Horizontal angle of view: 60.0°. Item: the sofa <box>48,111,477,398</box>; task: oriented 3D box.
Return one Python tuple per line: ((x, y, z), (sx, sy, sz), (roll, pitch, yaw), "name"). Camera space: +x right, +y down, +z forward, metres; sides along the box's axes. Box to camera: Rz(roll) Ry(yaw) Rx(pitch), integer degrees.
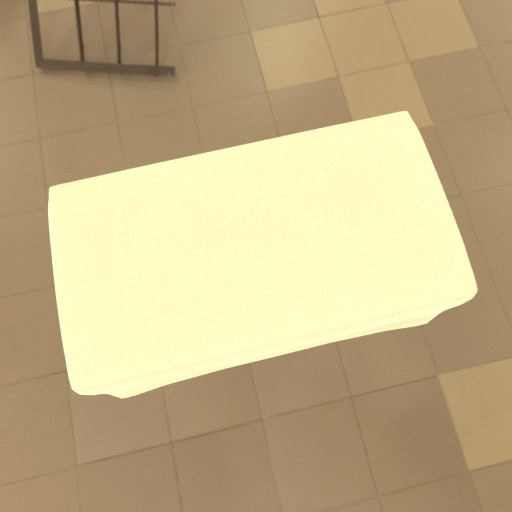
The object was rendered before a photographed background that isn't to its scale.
((0.000, 0.000, 2.048), (1.677, 0.552, 0.939), (-13, 74, -4), "sofa")
